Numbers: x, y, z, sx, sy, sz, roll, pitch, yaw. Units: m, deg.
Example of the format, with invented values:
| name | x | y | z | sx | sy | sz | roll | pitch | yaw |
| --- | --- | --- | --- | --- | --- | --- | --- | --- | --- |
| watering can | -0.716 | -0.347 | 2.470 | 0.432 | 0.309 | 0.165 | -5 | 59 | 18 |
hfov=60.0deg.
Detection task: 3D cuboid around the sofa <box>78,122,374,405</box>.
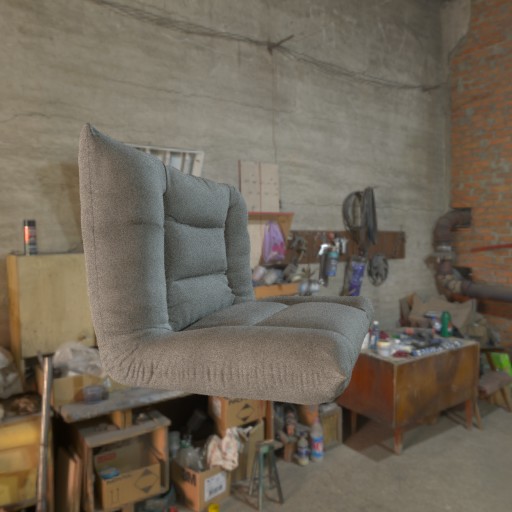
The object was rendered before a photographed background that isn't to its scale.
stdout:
| name | x | y | z | sx | sy | sz | roll | pitch | yaw |
| --- | --- | --- | --- | --- | --- | --- | --- | --- | --- |
| sofa | 0.000 | 0.000 | 1.731 | 0.847 | 0.795 | 1.144 | 0 | 2 | 18 |
